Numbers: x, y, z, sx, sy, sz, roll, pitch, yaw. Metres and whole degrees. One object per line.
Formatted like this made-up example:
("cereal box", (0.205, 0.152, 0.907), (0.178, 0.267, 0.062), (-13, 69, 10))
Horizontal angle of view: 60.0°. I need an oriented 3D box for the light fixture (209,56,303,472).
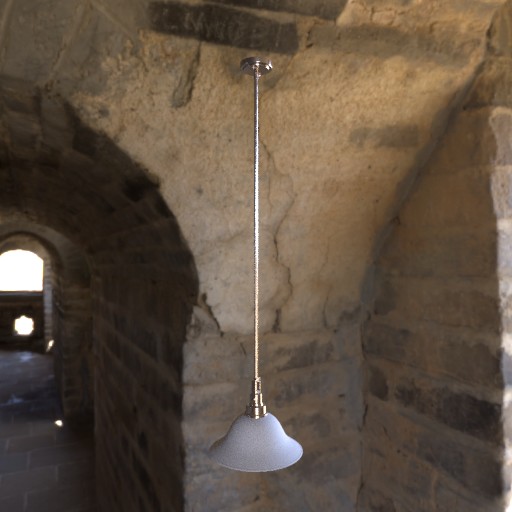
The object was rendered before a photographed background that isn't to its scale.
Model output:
("light fixture", (0.000, 0.000, 1.554), (0.324, 1.354, 0.324), (0, -1, 18))
